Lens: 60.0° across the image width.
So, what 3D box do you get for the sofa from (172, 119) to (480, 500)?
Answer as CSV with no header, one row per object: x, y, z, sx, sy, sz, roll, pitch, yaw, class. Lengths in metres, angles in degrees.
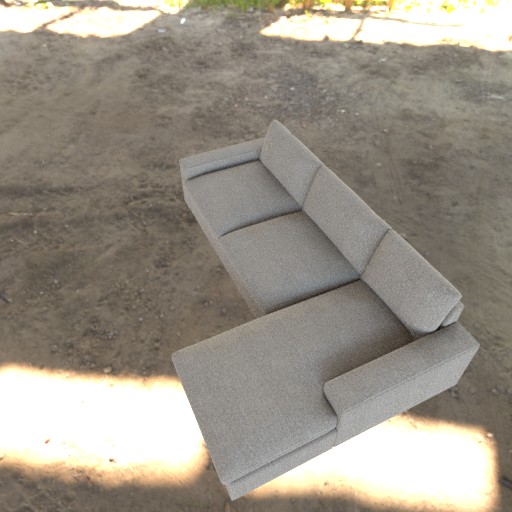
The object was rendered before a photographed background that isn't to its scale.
0.000,0.000,3.330,1.689,0.813,2.718,-19,48,-18,sofa
